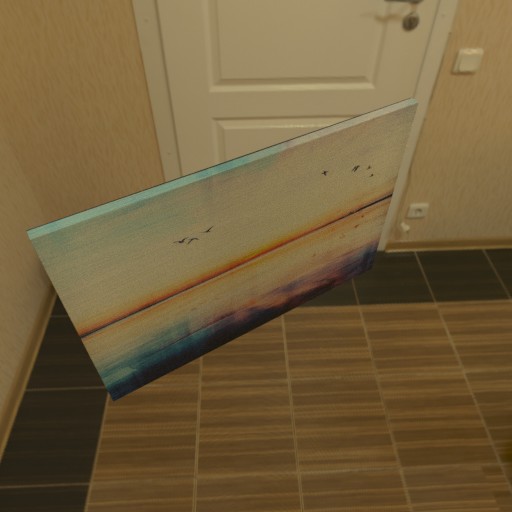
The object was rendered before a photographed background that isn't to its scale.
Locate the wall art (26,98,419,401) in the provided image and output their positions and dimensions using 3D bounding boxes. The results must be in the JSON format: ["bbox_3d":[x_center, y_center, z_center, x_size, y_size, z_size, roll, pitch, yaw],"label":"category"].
[{"bbox_3d":[0.000,0.000,0.754,0.604,0.402,0.018,-24,51,-21],"label":"wall art"}]
